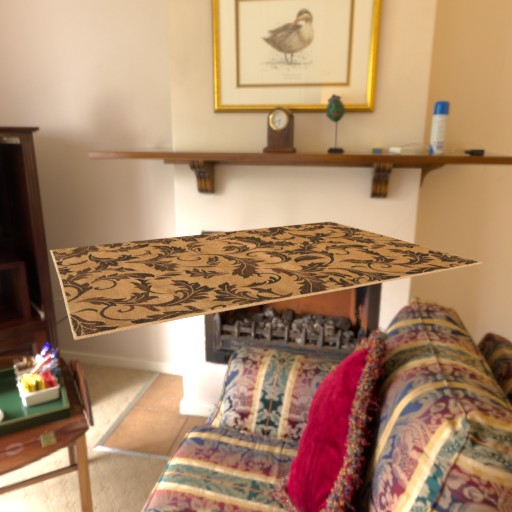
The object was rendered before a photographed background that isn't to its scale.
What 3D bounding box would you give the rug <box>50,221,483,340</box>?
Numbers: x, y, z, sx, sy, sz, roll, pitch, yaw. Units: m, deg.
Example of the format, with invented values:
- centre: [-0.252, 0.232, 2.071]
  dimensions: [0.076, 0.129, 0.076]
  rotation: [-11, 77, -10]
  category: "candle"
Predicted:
- centre: [0.000, 0.000, 2.786]
  dimensions: [2.284, 0.008, 1.522]
  rotation: [-8, 17, -26]
  category: "rug"
